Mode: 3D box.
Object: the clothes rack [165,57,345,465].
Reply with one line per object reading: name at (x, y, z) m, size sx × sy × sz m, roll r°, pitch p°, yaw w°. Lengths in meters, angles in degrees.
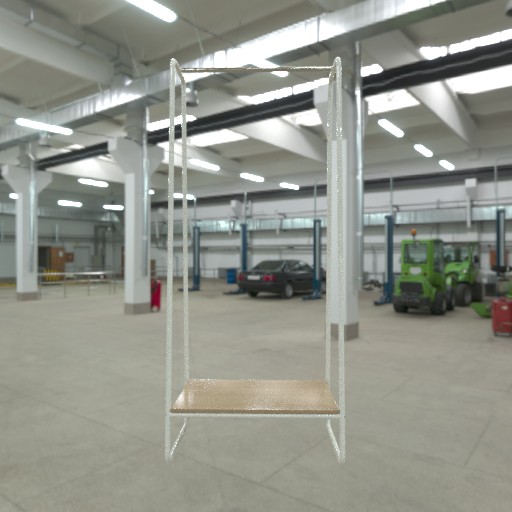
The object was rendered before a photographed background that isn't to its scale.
clothes rack at (0.000, 0.000, 1.761) m, size 0.640 × 1.500 × 0.400 m, roll 0°, pitch 0°, yaw 1°
